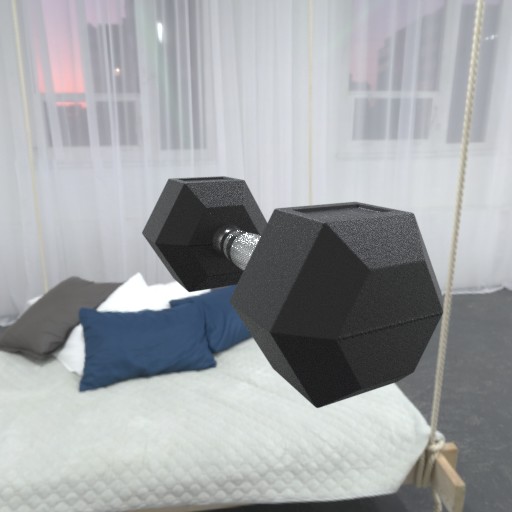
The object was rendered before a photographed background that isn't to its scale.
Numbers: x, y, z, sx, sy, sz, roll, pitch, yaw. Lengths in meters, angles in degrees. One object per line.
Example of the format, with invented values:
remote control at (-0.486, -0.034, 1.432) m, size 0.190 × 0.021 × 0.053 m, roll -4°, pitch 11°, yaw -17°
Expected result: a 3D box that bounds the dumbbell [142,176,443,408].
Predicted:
dumbbell at (0.000, 0.000, 0.418) m, size 0.141 × 0.123 × 0.356 m, roll -8°, pitch 17°, yaw -26°
